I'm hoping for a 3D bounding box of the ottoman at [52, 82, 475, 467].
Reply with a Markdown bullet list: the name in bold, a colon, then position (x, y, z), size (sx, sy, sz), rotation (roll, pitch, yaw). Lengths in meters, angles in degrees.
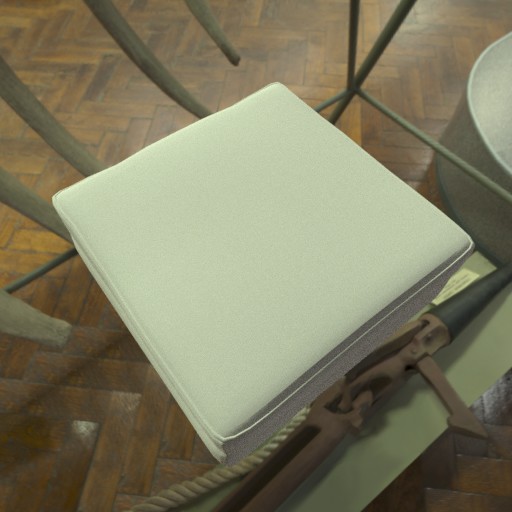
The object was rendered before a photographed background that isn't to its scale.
- **ottoman**: position (0.000, 0.000, 1.335), size (0.838, 0.479, 0.838), rotation (-33, 64, -19)
